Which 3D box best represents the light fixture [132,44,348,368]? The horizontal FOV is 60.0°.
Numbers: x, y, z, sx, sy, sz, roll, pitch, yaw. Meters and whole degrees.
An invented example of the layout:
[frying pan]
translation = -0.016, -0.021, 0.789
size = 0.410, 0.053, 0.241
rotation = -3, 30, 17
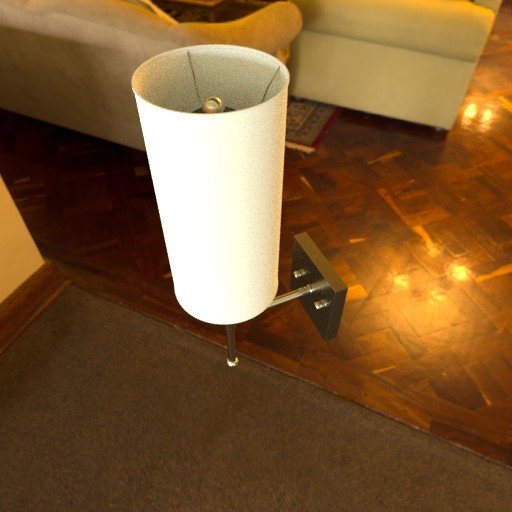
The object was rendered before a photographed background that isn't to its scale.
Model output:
[light fixture]
translation = 0.000, 0.000, 0.540
size = 0.208, 0.462, 0.128
rotation = -18, 49, -16
